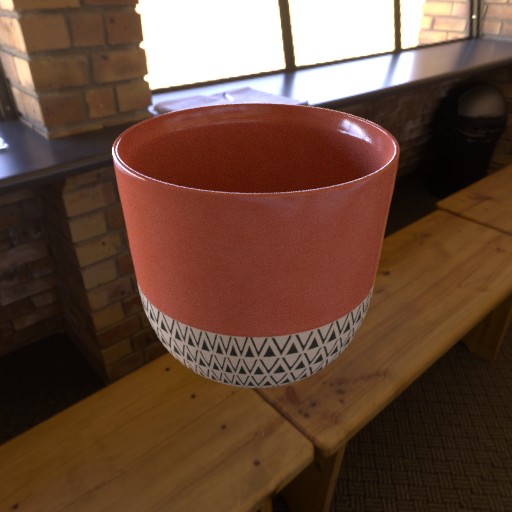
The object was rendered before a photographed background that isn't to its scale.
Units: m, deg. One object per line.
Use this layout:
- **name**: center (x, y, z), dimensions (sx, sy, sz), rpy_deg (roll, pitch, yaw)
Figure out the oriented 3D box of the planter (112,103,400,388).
- **planter**: center (0.000, 0.000, 0.496), dimensions (0.266, 0.270, 0.266), rpy_deg (0, 32, 0)
